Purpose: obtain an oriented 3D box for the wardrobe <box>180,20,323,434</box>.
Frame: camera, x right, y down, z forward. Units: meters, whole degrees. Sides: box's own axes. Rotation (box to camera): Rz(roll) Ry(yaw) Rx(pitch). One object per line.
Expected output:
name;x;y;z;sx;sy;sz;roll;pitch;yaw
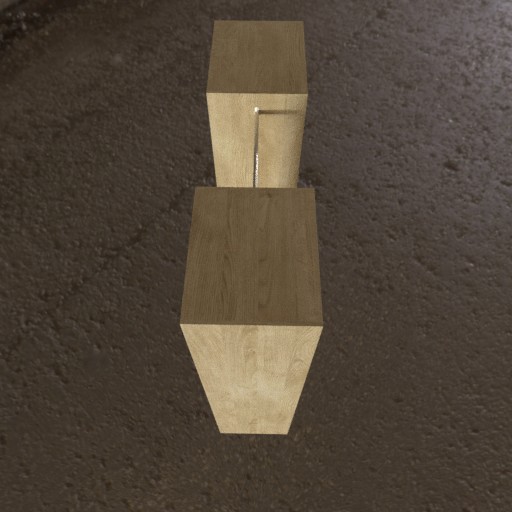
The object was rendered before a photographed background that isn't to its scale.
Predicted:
wardrobe;0.000;0.000;2.797;0.480;2.000;1.770;1;59;1
